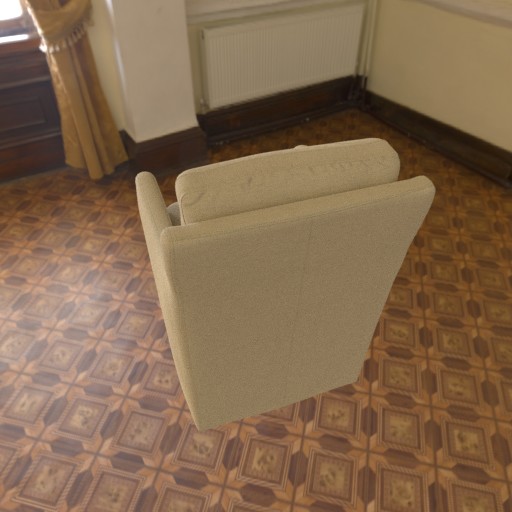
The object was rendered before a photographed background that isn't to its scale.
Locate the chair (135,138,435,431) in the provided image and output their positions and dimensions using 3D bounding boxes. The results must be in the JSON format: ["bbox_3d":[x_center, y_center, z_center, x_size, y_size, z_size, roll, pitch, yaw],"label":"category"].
[{"bbox_3d":[0.000,0.000,1.371,0.626,0.914,0.694,-13,43,-14],"label":"chair"}]
